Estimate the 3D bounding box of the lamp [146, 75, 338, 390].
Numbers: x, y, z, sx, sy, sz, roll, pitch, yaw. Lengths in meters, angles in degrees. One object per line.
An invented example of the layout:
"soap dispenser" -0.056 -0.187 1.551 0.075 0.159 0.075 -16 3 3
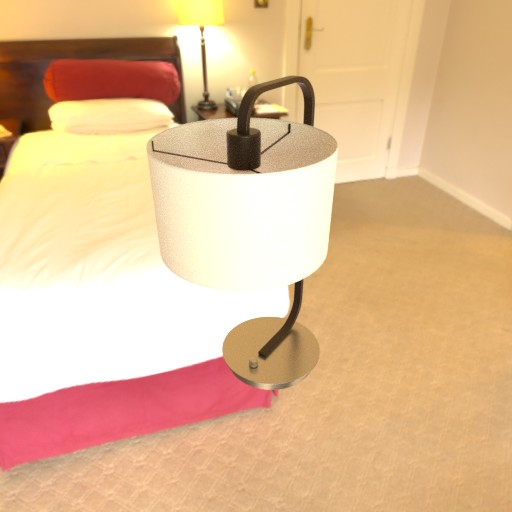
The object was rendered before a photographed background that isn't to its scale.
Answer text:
"lamp" 0.000 0.000 0.652 0.230 0.473 0.288 19 36 29
